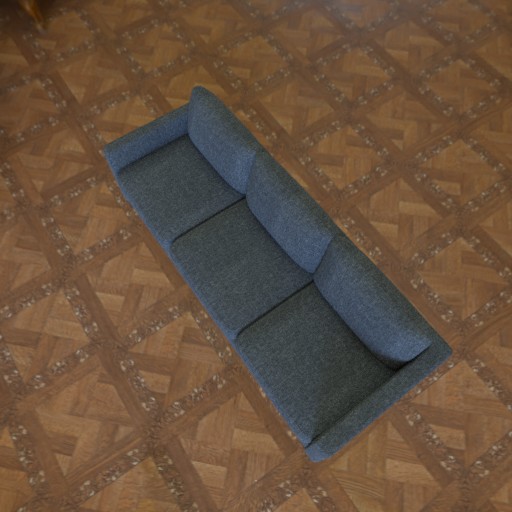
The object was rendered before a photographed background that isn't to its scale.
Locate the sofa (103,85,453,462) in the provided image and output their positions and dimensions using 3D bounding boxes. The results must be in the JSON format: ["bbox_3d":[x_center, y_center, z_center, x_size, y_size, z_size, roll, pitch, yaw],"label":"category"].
[{"bbox_3d":[0.000,0.000,2.692,0.859,0.874,2.218,-33,68,-15],"label":"sofa"}]
